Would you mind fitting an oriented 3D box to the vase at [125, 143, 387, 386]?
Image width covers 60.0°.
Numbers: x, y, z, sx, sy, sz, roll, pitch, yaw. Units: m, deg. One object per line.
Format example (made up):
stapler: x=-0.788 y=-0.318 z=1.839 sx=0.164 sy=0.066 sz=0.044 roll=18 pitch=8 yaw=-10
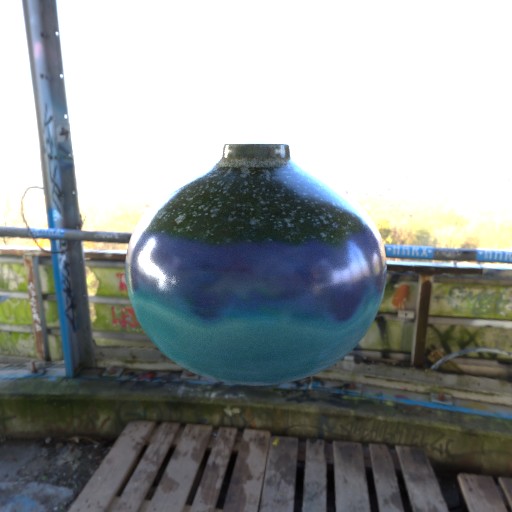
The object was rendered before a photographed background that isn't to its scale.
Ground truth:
vase: x=0.000 y=0.000 z=0.270 sx=0.154 sy=0.133 sz=0.154 roll=0 pitch=15 yaw=0
